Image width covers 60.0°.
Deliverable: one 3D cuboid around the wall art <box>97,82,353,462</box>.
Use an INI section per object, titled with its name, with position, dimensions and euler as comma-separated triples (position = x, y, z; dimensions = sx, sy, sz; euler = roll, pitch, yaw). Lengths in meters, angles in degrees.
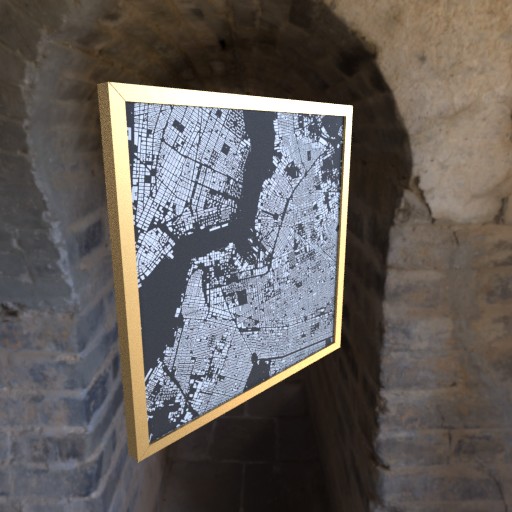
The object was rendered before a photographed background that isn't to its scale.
[wall art]
position = 0.000, 0.000, 2.852
dimensions = 0.099, 1.926, 1.926
euler = 14, 20, 42
